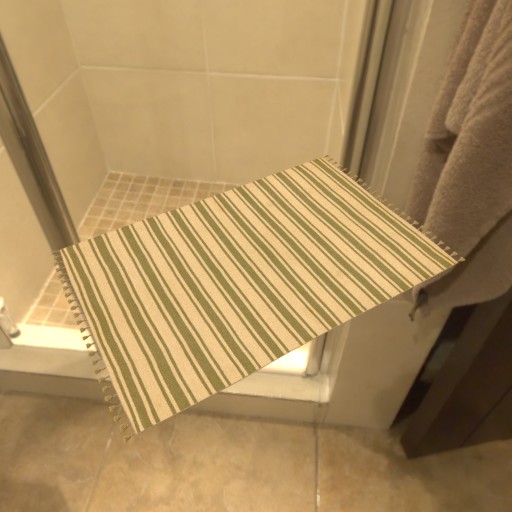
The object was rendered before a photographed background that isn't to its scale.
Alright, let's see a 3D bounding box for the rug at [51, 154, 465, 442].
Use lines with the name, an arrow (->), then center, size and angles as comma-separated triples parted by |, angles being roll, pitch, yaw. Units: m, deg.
rug -> 0.000, 0.000, 3.049 | 2.435, 0.018, 1.540 | -23, 49, -21
